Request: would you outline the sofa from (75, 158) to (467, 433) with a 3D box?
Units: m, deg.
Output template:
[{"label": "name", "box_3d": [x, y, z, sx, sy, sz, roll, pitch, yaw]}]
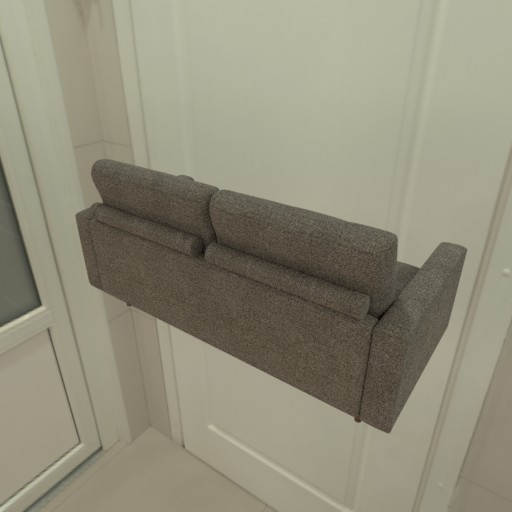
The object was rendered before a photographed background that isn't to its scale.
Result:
[{"label": "sofa", "box_3d": [0.000, 0.000, 2.284, 1.821, 0.902, 0.863, 19, 34, 31]}]
